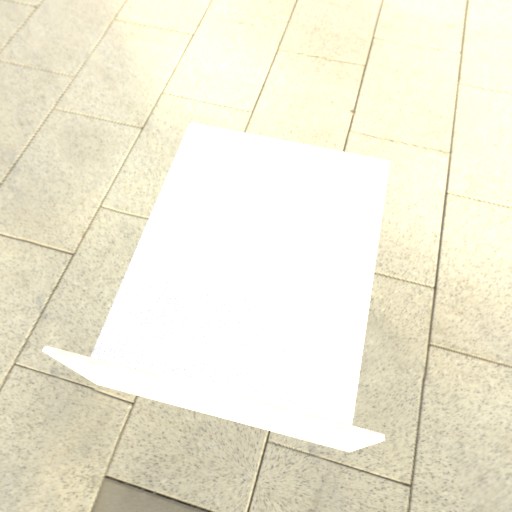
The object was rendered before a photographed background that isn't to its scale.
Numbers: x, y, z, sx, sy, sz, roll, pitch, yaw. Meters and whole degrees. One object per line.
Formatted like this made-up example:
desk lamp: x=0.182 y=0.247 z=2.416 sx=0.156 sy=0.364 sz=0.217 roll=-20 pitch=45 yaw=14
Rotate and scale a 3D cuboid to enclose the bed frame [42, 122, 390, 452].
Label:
bed frame: x=0.000 y=0.000 z=3.091 sx=1.800 sy=0.900 sz=2.080 roll=13 pitch=64 yaw=6
